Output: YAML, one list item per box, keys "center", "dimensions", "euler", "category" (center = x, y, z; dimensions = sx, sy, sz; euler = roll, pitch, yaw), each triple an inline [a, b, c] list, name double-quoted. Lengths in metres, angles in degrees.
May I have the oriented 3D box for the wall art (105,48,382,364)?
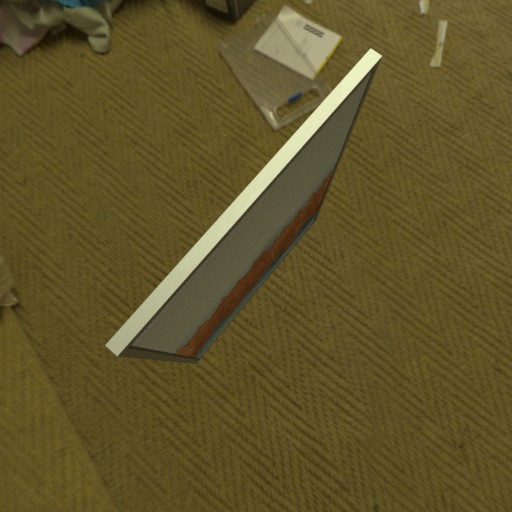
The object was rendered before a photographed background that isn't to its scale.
- center: [0.000, 0.000, 1.351]
  dimensions: [0.034, 1.042, 0.789]
  euler: [39, 79, 9]
  category: "wall art"
